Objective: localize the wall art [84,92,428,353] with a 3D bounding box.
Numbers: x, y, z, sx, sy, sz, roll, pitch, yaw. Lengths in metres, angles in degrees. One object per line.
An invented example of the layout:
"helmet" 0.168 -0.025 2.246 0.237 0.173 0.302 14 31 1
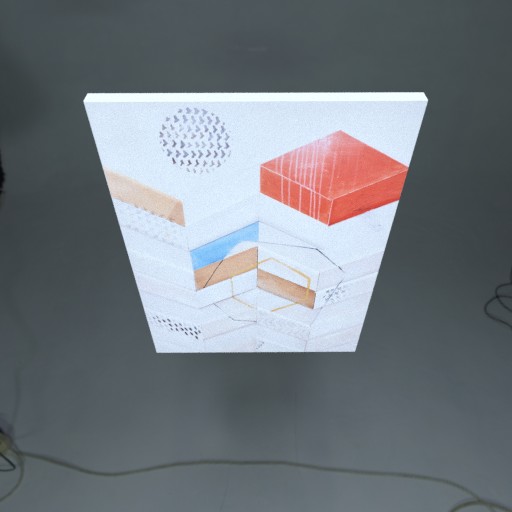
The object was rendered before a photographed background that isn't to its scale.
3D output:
"wall art" 0.000 0.000 1.624 0.914 1.221 0.046 0 45 0
